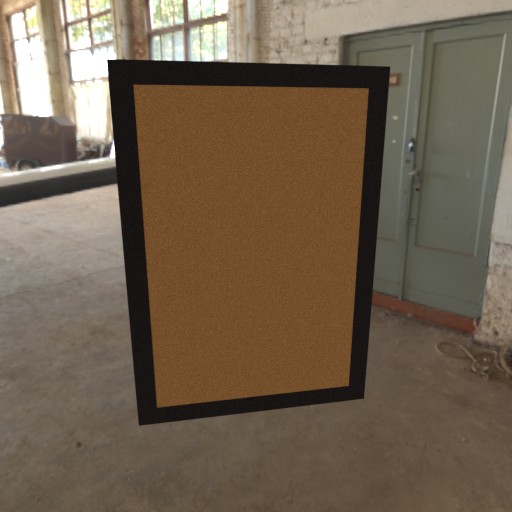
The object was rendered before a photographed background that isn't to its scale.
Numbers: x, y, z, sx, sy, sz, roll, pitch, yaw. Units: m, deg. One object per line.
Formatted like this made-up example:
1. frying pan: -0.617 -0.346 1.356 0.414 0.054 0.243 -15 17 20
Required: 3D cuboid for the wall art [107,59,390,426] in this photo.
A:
1. wall art: 0.000 0.000 0.665 0.380 0.534 0.013 -3 17 -11
